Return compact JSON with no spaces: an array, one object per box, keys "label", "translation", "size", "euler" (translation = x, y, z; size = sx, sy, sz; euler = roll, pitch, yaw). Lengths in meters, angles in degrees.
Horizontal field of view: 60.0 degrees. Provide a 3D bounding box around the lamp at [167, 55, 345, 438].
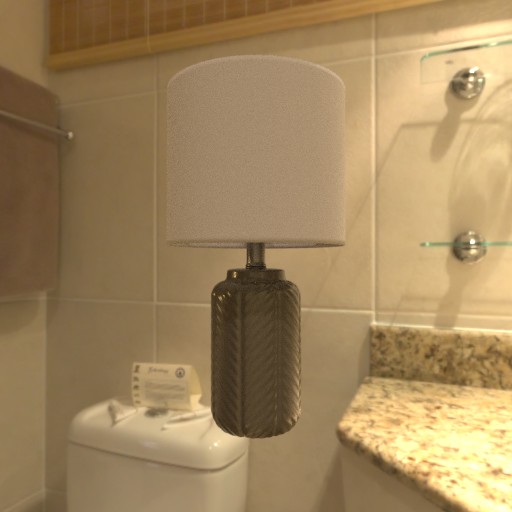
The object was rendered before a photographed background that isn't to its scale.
[{"label":"lamp","translation":[0.000,0.000,0.513],"size":[0.203,0.389,0.203],"euler":[0,-1,-16]}]
